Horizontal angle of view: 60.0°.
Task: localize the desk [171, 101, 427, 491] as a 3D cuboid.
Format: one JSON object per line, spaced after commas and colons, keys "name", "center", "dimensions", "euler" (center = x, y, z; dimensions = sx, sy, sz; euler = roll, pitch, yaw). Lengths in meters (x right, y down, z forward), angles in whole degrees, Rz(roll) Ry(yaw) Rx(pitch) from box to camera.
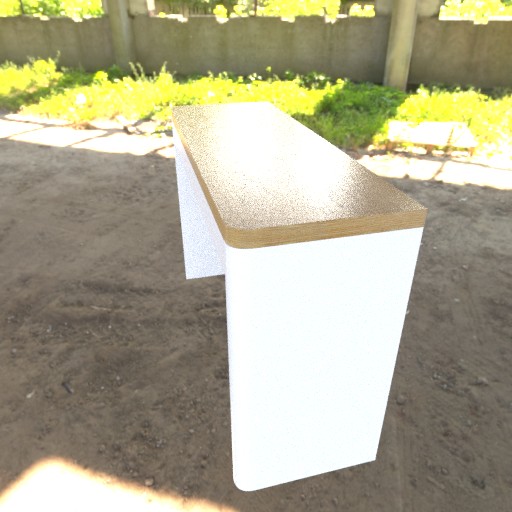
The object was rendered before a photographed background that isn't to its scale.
{"name": "desk", "center": [0.000, 0.000, 1.457], "dimensions": [0.390, 0.760, 1.100], "euler": [-7, 31, -13]}
